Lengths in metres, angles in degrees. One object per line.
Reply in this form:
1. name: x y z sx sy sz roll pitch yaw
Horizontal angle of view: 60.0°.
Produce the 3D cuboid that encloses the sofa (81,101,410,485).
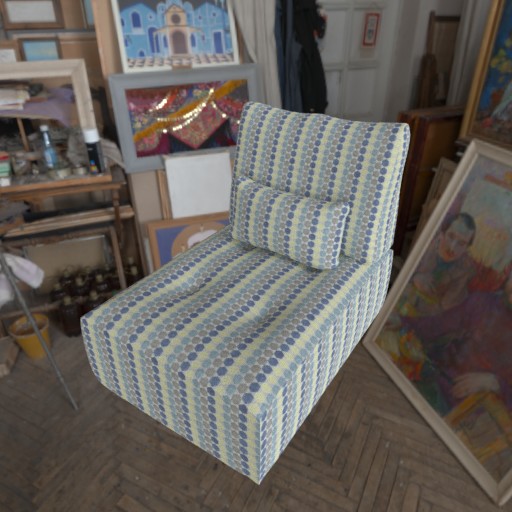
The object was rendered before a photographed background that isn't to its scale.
1. sofa: 0.000 0.000 1.549 0.700 0.820 1.000 19 36 28
